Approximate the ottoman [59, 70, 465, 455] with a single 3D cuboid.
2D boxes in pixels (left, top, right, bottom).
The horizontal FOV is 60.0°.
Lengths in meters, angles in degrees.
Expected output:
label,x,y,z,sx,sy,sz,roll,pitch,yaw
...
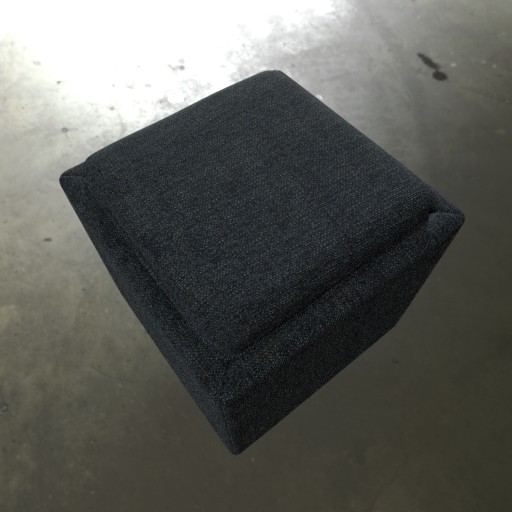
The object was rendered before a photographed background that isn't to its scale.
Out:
label,x,y,z,sx,sy,sz,roll,pitch,yaw
ottoman,0.000,0.000,0.812,0.450,0.460,0.450,-33,63,-19
